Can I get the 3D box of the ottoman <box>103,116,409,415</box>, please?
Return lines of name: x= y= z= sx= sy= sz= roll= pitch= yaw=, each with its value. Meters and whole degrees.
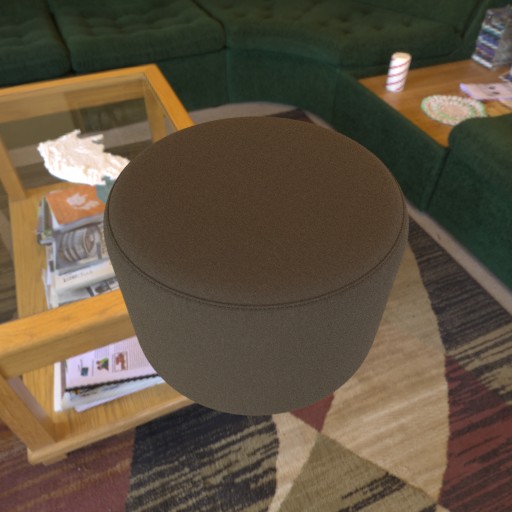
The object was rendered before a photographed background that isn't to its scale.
ottoman: x=0.000 y=0.000 z=1.014 sx=0.608 sy=0.433 sz=0.608 roll=0 pitch=46 yaw=0
